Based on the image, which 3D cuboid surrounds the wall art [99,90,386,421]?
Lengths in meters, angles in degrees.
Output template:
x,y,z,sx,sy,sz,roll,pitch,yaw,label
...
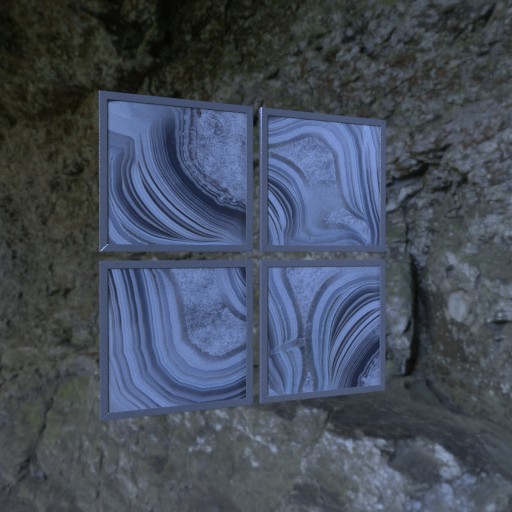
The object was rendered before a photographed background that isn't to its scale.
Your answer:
x,y,z,sx,sy,sz,roll,pitch,yaw,label
0.000,0.000,1.681,1.118,1.118,0.029,0,0,-18,wall art
